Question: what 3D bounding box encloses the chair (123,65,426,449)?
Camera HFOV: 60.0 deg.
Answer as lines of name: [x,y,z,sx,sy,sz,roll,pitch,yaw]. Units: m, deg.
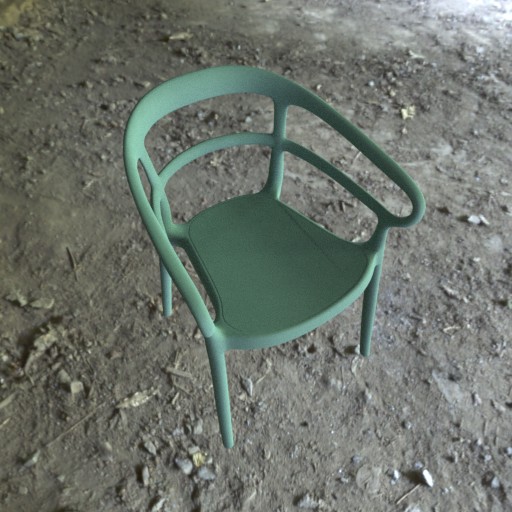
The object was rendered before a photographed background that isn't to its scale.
chair: [0.000,0.000,1.136,0.559,0.761,0.527,-26,52,-22]
